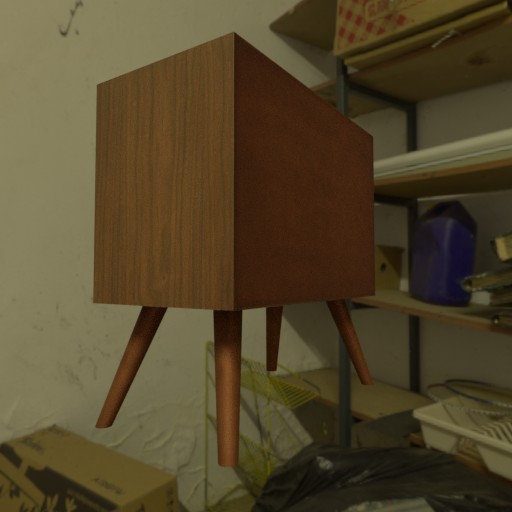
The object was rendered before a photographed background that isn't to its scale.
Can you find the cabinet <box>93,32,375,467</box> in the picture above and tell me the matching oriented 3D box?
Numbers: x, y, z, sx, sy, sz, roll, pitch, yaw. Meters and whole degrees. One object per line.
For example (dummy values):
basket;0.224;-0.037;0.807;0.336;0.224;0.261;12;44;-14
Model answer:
cabinet;0.000;0.000;1.158;0.388;0.748;0.712;-2;-3;34
